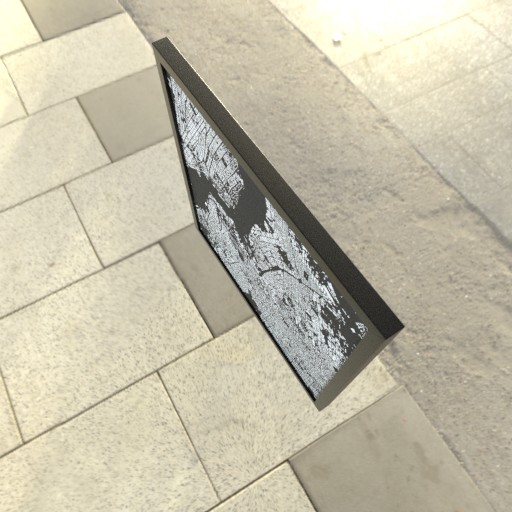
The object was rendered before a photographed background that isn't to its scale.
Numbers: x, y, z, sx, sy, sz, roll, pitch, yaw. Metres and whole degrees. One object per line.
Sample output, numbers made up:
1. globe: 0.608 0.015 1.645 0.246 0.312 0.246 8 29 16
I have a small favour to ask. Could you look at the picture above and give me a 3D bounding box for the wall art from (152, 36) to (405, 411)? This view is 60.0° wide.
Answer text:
1. wall art: 0.000 0.000 1.127 0.038 0.761 0.755 -30 67 -14
